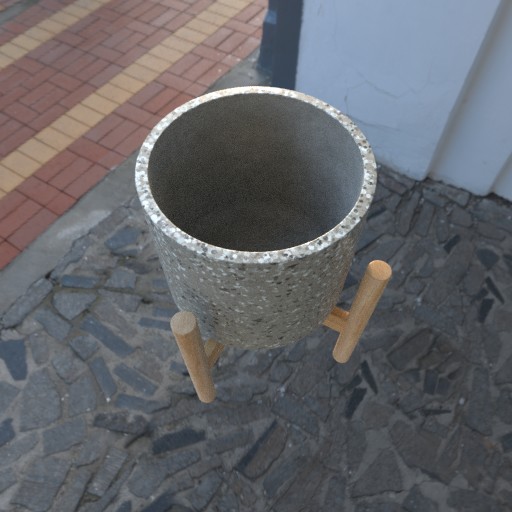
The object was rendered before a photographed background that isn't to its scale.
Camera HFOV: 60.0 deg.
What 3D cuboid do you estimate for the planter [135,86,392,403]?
[{"bbox_3d":[0.000,0.000,0.545,0.284,0.320,0.284,-34,63,-20],"label":"planter"}]
